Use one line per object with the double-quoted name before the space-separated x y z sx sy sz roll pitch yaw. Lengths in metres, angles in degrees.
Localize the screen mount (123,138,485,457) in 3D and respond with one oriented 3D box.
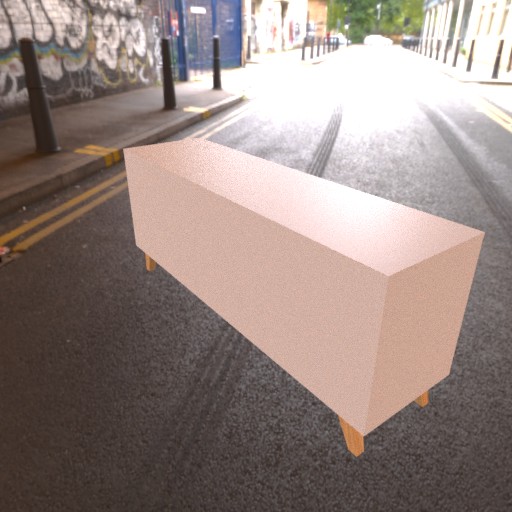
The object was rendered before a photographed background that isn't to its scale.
"screen mount" 0.000 0.000 1.738 0.400 0.619 1.490 -19 32 -32
